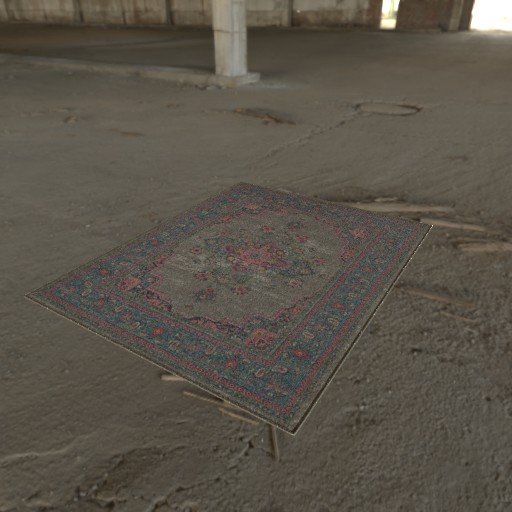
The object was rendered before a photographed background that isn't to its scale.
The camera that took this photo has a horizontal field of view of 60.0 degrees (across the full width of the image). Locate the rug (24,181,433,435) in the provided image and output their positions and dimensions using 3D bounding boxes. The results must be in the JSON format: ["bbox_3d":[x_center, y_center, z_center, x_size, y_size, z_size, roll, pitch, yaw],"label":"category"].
[{"bbox_3d":[0.000,0.000,4.059,2.434,0.013,3.057,18,34,28],"label":"rug"}]
